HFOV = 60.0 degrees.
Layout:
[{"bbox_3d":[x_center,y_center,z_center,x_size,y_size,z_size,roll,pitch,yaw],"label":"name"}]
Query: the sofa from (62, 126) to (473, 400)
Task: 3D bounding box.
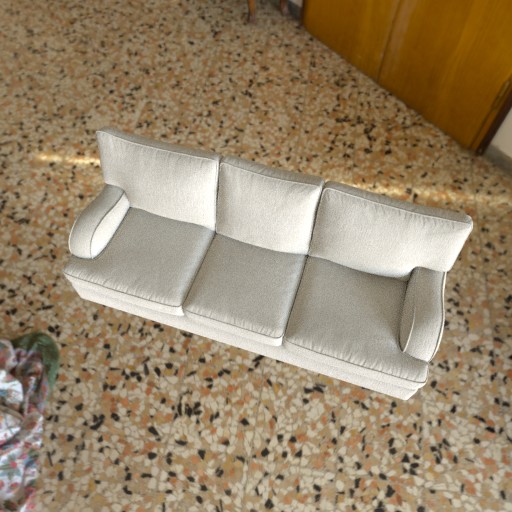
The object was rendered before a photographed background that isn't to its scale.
[{"bbox_3d":[0.000,0.000,2.844,2.323,0.991,1.016,16,59,9],"label":"sofa"}]
